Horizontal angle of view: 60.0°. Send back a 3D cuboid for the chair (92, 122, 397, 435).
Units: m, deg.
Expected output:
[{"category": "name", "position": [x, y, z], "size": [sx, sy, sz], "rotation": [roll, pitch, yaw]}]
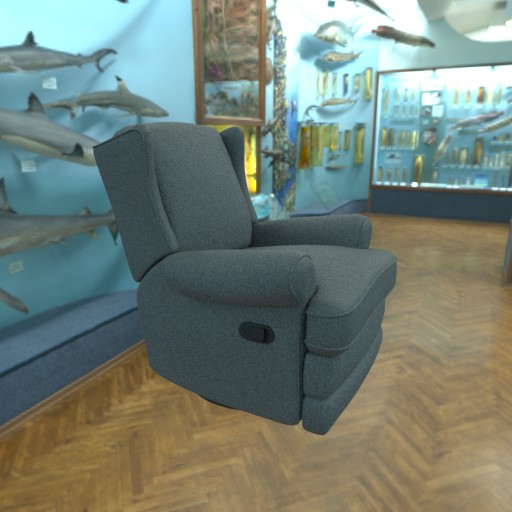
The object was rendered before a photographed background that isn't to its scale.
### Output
[{"category": "chair", "position": [0.000, 0.000, 1.730], "size": [0.969, 1.011, 0.847], "rotation": [8, 18, 27]}]
